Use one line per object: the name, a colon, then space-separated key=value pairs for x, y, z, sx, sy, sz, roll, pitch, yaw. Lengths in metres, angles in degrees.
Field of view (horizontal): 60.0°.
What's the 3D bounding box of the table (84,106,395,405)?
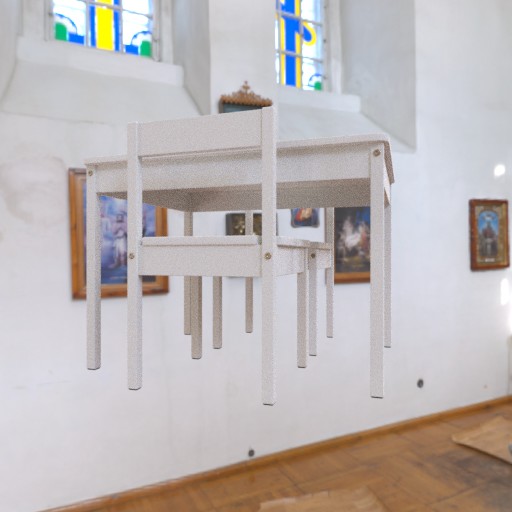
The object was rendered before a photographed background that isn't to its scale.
table: x=0.000 y=0.000 z=1.104 sx=0.650 sy=0.503 sz=0.672 roll=0 pitch=0 yaw=19
